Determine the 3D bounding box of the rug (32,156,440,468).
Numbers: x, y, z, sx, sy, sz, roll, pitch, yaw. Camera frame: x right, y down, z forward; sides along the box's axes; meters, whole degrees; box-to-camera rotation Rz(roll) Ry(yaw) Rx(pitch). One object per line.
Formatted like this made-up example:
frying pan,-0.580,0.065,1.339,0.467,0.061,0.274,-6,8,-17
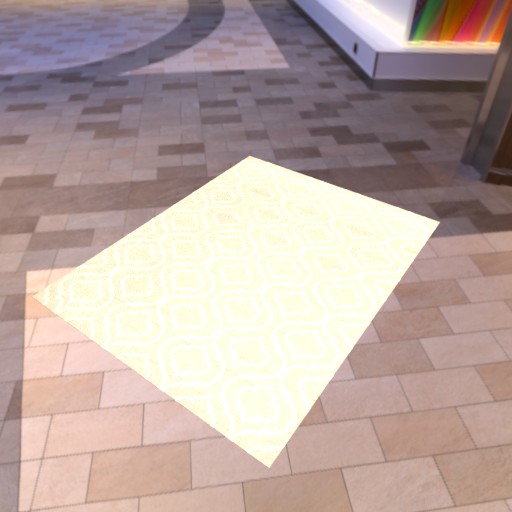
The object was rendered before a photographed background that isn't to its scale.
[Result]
rug,0.000,0.000,3.892,2.283,0.006,2.892,25,46,27
